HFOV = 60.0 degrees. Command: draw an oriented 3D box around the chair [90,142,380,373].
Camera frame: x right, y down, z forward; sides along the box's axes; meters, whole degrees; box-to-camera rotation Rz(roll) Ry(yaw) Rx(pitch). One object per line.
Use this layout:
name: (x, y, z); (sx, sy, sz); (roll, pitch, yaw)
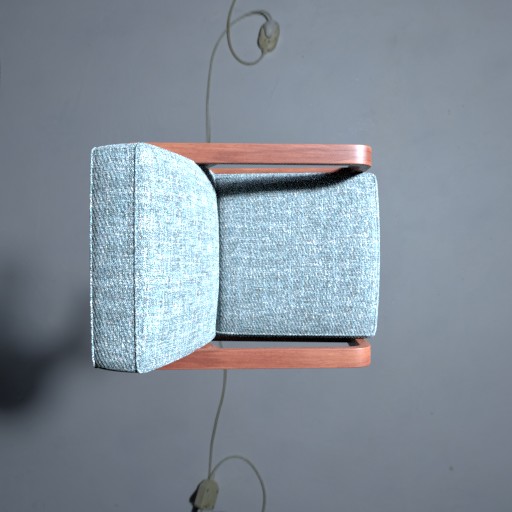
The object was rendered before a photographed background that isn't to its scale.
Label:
chair: (0.000, 0.000, 1.535); (0.889, 0.864, 0.719); (0, 91, 2)
